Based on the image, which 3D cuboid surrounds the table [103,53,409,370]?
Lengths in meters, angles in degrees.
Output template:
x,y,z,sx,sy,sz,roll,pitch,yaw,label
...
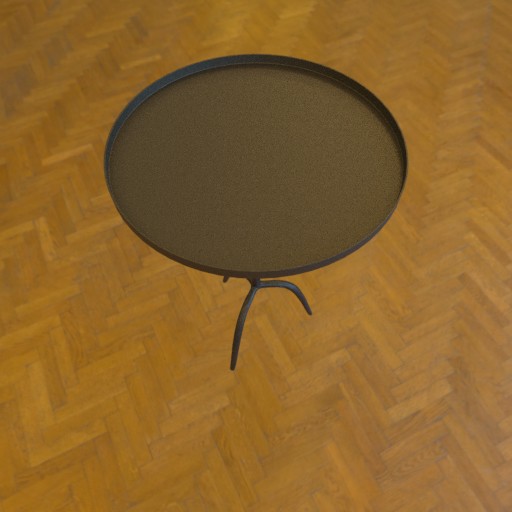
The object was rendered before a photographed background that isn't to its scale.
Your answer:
x,y,z,sx,sy,sz,roll,pitch,yaw,label
0.000,0.000,1.035,0.502,0.700,0.502,15,58,9,table
